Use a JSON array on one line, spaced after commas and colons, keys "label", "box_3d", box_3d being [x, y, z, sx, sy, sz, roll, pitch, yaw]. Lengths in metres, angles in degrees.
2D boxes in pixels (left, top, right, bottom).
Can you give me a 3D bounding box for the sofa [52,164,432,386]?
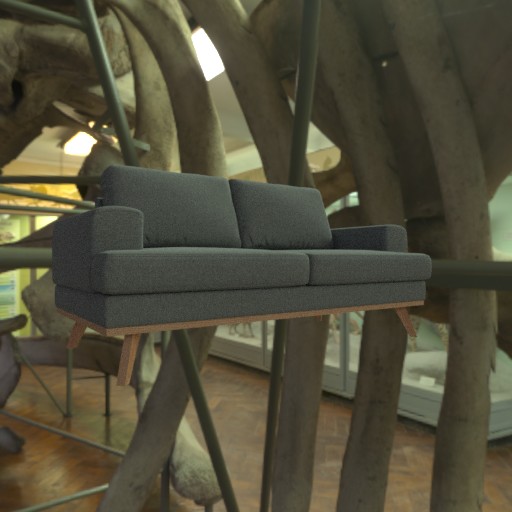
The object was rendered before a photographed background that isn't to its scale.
[{"label": "sofa", "box_3d": [0.000, 0.000, 2.082, 1.650, 0.810, 0.785, 0, 0, -35]}]
